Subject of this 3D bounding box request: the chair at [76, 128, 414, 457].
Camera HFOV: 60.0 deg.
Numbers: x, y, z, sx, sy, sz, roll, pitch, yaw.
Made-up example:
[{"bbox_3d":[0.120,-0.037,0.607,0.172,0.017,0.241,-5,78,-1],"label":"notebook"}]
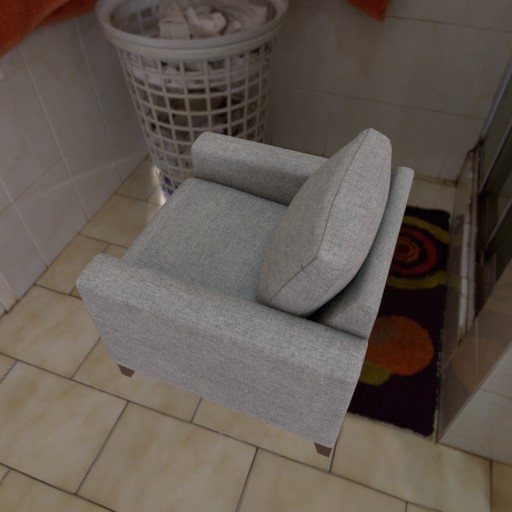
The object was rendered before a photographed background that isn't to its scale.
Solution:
[{"bbox_3d":[0.000,0.000,1.861,1.038,1.010,1.024,17,50,14],"label":"chair"}]
